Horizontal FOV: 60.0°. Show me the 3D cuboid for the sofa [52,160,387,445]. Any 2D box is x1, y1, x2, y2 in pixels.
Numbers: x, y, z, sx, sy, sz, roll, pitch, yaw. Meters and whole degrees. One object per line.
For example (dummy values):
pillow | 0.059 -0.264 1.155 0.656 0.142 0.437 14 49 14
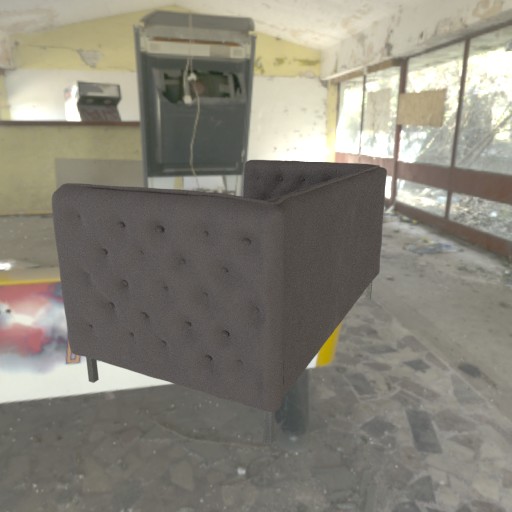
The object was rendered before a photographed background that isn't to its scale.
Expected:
sofa | 0.000 0.000 2.126 0.909 0.810 1.583 8 18 25
